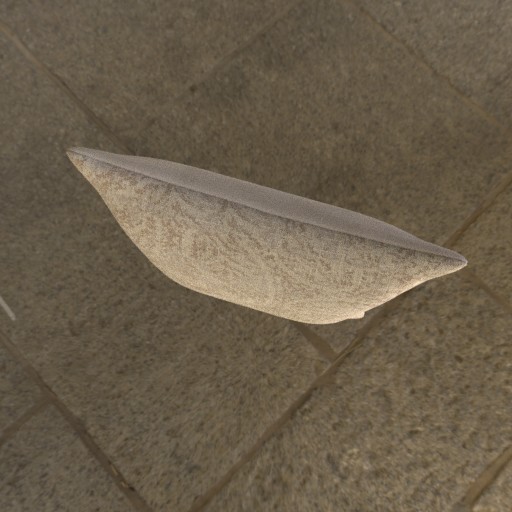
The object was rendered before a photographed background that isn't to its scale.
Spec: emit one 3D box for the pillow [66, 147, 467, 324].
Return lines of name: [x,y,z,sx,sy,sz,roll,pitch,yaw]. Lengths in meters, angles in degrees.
pillow: [0.000,0.000,0.789,0.523,0.510,0.166,16,77,4]
